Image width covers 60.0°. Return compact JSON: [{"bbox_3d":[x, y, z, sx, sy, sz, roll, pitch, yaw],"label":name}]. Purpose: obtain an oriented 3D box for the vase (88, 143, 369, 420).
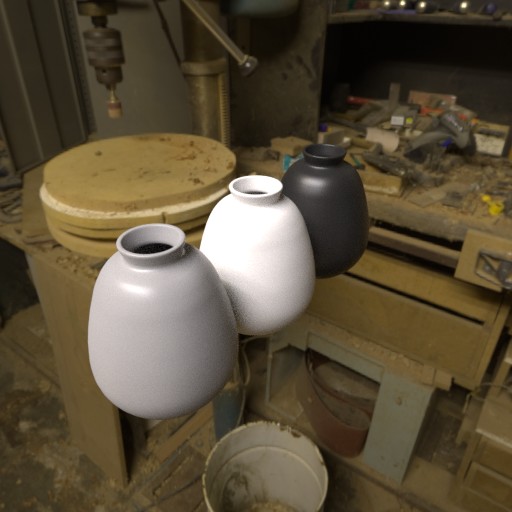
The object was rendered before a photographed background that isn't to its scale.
[{"bbox_3d":[0.000,0.000,0.356,0.097,0.122,0.297,22,38,31],"label":"vase"}]
